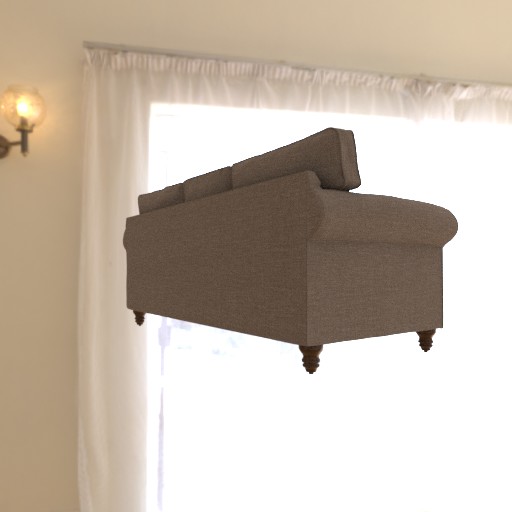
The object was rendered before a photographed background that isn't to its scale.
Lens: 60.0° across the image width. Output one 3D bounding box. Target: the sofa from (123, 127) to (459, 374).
[{"bbox_3d":[0.000,0.000,2.659,0.916,0.961,2.084,1,-2,-36],"label":"sofa"}]
